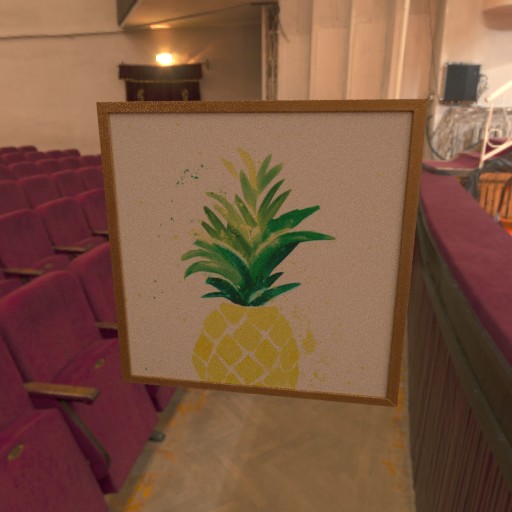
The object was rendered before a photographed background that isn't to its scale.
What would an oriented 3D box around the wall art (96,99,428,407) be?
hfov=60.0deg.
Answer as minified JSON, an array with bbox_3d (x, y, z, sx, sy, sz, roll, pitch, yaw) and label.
[{"bbox_3d":[0.000,0.000,0.463,0.306,0.305,0.038,3,16,9],"label":"wall art"}]
